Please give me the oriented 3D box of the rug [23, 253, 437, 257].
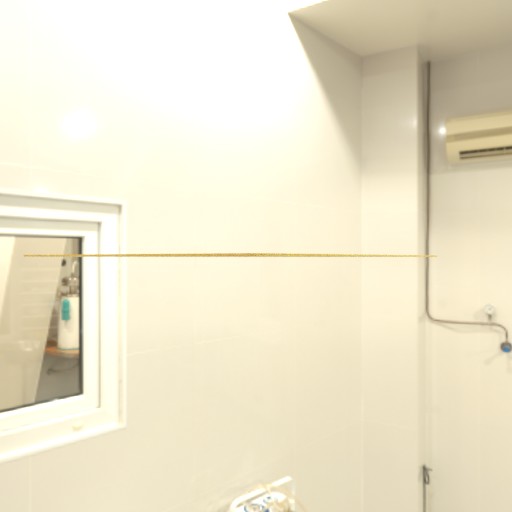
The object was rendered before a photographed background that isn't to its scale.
[{"bbox_3d":[0.000,0.000,4.292,2.486,0.015,3.242,0,0,37],"label":"rug"}]
